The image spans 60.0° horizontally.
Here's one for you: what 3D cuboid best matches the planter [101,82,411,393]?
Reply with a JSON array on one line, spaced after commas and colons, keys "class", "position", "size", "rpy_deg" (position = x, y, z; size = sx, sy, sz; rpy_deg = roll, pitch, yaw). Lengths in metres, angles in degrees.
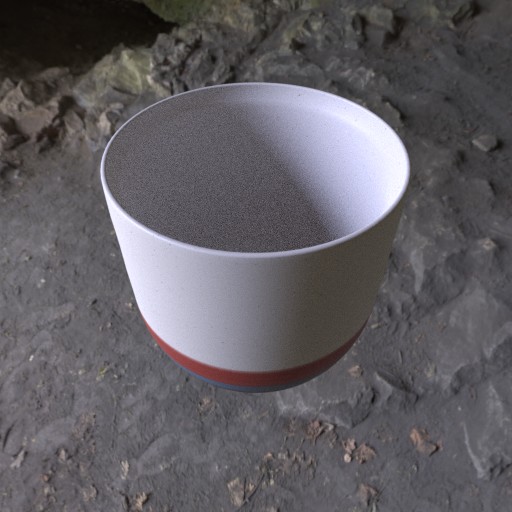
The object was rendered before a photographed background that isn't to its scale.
[{"class": "planter", "position": [0.000, 0.000, 0.485], "size": [0.268, 0.270, 0.268], "rpy_deg": [0, 46, 0]}]
